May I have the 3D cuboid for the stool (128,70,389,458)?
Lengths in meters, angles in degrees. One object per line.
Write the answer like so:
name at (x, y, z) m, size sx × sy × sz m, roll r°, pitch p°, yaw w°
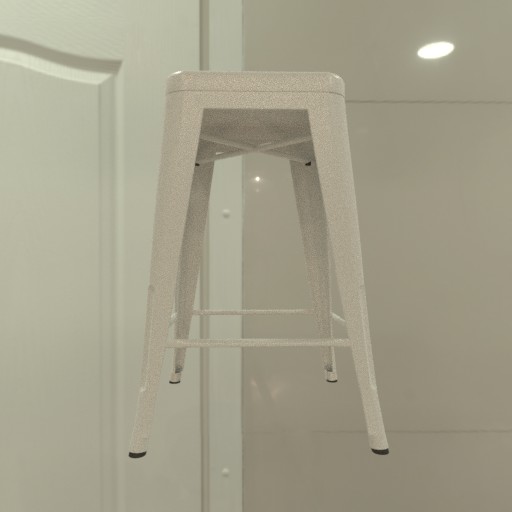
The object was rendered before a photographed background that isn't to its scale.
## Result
stool at (0.000, 0.000, 0.877) m, size 0.406 × 0.610 × 0.406 m, roll 0°, pitch 0°, yaw -2°
